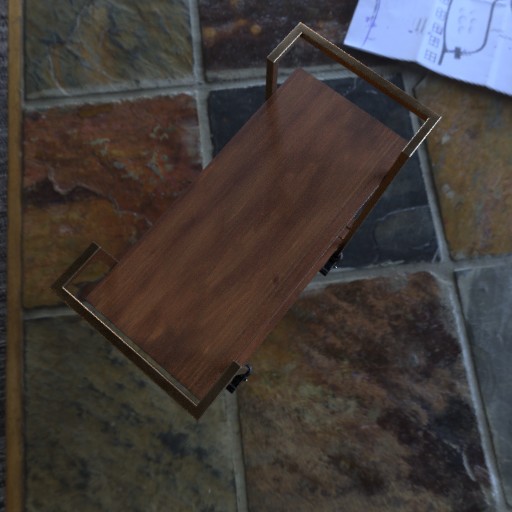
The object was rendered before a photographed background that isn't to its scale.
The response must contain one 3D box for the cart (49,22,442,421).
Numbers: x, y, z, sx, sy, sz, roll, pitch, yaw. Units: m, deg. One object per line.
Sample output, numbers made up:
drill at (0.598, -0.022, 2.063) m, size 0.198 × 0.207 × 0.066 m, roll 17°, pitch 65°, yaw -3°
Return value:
cart at (0.000, 0.000, 1.167) m, size 0.364 × 0.807 × 0.695 m, roll 38°, pitch 79°, yaw 9°
